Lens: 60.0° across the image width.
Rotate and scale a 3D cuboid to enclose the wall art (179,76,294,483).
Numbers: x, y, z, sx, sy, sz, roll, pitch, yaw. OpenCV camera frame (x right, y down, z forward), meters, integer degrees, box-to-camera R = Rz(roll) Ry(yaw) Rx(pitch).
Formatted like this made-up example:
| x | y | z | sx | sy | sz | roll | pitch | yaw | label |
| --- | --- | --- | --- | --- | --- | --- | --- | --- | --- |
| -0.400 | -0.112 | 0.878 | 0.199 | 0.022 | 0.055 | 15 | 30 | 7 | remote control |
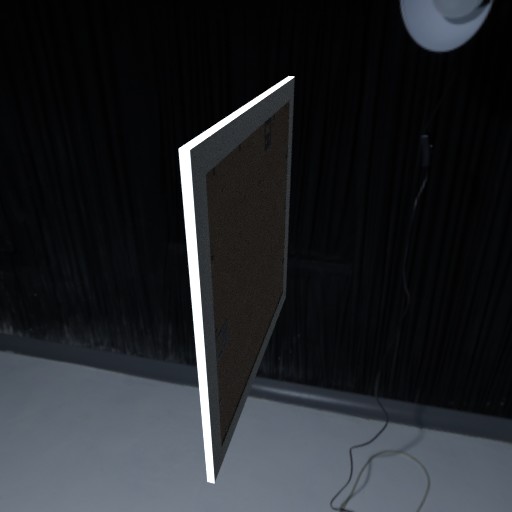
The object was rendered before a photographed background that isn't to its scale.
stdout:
| x | y | z | sx | sy | sz | roll | pitch | yaw | label |
| --- | --- | --- | --- | --- | --- | --- | --- | --- | --- |
| 0.000 | 0.000 | 0.872 | 0.013 | 0.584 | 0.584 | 8 | 30 | 13 | wall art |
